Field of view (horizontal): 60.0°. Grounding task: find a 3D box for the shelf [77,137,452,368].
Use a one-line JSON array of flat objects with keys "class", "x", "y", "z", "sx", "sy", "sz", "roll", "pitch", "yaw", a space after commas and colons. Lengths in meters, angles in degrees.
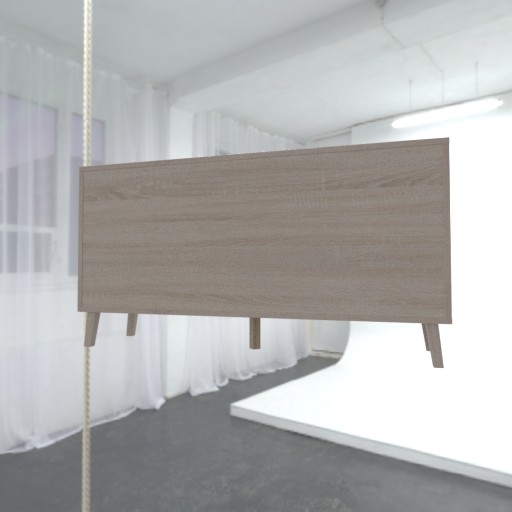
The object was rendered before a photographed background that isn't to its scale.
[{"class": "shelf", "x": 0.000, "y": 0.000, "z": 1.893, "sx": 1.490, "sy": 0.780, "sz": 0.400, "roll": -1, "pitch": -2, "yaw": 17}]
